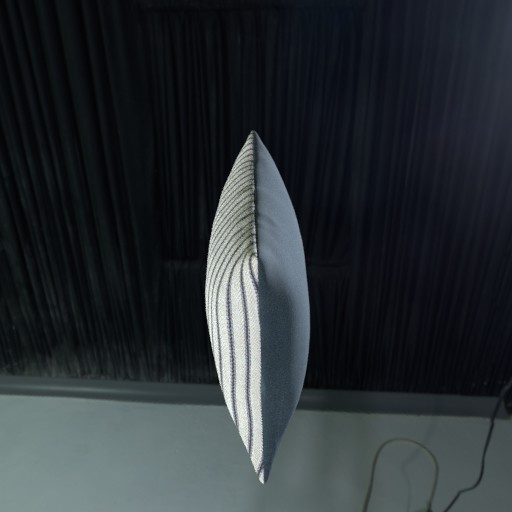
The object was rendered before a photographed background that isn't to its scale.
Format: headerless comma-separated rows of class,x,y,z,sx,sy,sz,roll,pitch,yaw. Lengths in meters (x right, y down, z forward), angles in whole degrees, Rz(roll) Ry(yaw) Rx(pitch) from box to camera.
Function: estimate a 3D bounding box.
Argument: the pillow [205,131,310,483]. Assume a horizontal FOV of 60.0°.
pillow,0.000,0.000,0.724,0.151,0.305,0.609,0,27,-1
